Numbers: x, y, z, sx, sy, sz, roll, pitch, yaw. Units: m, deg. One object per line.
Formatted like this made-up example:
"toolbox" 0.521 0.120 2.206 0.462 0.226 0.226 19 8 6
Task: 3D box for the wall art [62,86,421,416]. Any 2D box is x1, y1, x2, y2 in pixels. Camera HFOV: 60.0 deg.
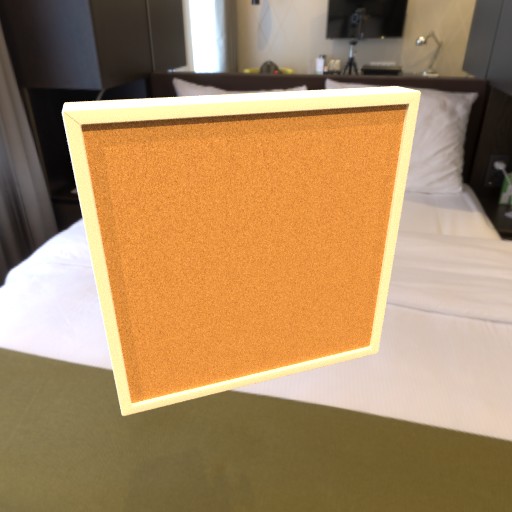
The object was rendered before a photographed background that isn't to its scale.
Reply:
"wall art" 0.000 0.000 0.445 0.305 0.305 0.038 -9 29 -17
